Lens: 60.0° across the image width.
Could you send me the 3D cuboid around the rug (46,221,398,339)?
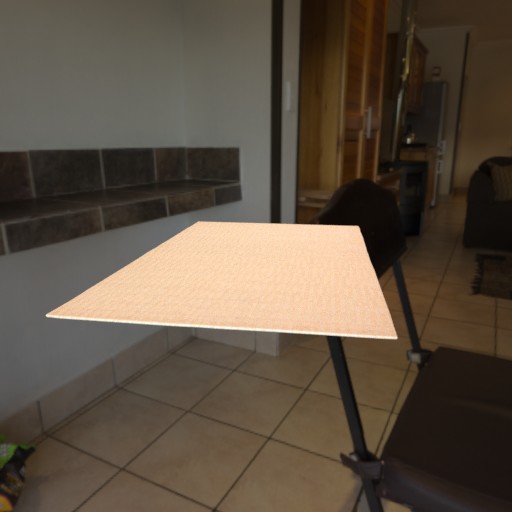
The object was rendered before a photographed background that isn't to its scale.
[{"bbox_3d":[0.000,0.000,3.025,1.531,0.014,2.441,2,15,9],"label":"rug"}]
